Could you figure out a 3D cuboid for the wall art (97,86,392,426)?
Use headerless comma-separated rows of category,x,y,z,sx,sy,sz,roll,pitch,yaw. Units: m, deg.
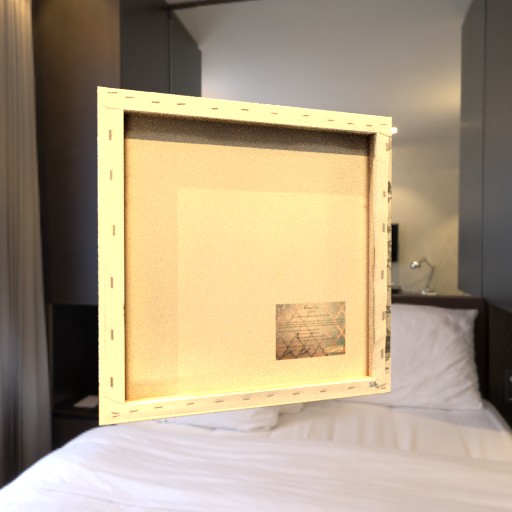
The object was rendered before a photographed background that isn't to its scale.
wall art,0.000,0.000,0.614,0.411,0.410,0.038,0,1,-18
